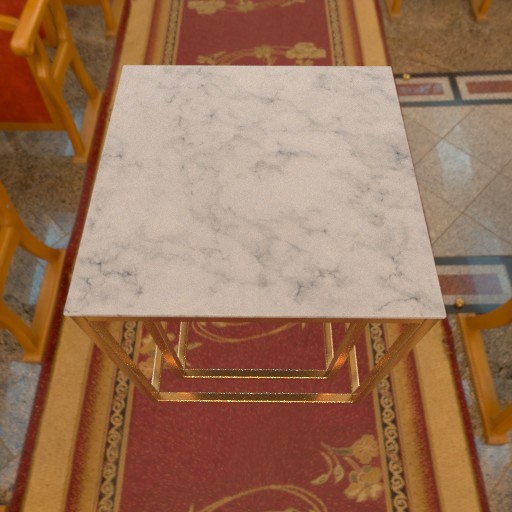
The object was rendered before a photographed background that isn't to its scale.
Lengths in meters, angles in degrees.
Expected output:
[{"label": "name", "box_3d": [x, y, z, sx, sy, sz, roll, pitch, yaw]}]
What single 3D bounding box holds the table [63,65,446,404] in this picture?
[{"label": "table", "box_3d": [0.000, 0.000, 0.848, 0.450, 0.500, 0.450, 0, 60, 0]}]
